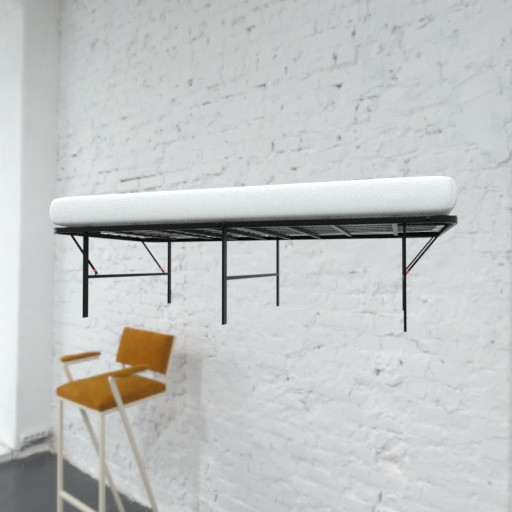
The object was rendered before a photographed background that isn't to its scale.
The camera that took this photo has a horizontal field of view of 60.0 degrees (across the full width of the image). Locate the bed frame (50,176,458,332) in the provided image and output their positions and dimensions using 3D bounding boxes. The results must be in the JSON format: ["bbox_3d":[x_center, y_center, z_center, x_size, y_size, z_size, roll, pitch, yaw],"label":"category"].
[{"bbox_3d":[0.000,0.000,2.387,1.903,0.619,0.989,0,-1,18],"label":"bed frame"}]
